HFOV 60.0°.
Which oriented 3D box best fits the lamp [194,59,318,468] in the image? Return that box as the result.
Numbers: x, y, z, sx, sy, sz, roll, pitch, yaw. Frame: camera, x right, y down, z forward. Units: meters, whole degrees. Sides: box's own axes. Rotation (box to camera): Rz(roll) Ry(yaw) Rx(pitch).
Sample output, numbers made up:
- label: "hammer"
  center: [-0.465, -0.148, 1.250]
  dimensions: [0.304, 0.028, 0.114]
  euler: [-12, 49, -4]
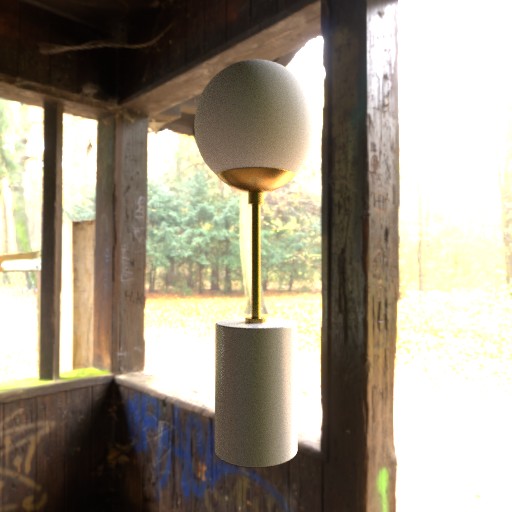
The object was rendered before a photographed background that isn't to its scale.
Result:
- label: "lamp"
  center: [0.000, 0.000, 0.554]
  dimensions: [0.153, 0.480, 0.153]
  euler: [0, -1, 0]
